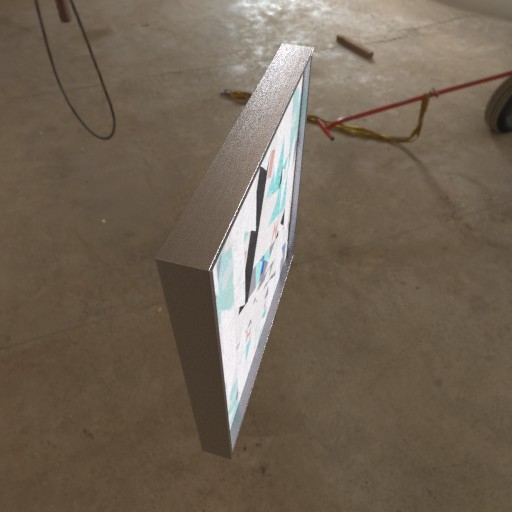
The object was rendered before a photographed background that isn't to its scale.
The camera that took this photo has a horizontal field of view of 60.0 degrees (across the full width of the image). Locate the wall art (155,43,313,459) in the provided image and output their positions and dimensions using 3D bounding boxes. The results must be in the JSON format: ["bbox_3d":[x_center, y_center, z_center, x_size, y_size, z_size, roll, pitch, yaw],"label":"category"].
[{"bbox_3d":[0.000,0.000,0.524,0.038,0.350,0.350,12,48,11],"label":"wall art"}]
